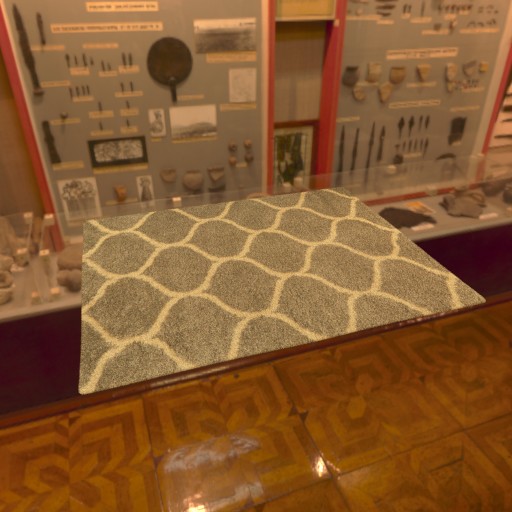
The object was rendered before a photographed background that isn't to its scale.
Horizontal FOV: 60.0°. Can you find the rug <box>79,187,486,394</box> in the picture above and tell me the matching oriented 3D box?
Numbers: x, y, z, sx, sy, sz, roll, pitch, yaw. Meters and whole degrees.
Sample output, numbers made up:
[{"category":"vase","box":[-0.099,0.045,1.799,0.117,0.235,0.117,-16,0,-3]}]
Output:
[{"category":"rug","box":[0.000,0.000,4.016,3.000,0.026,2.399,-10,33,-15]}]
